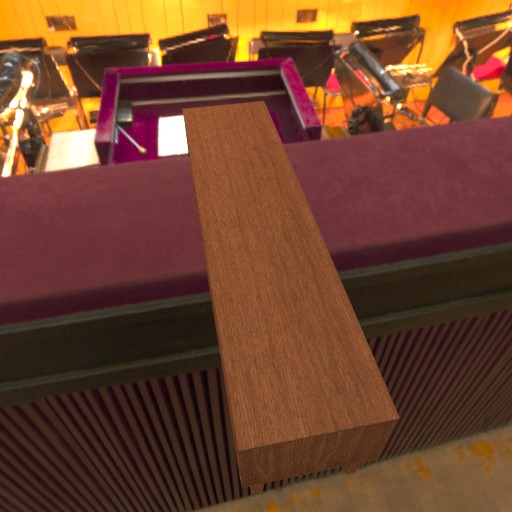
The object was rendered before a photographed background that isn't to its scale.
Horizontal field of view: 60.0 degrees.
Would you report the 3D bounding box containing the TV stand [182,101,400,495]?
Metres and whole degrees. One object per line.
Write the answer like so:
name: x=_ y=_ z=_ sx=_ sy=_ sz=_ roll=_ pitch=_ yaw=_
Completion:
TV stand: x=0.000 y=0.000 z=1.617 sx=0.366 sy=0.409 sz=1.482 roll=-8 pitch=47 yaw=-8
